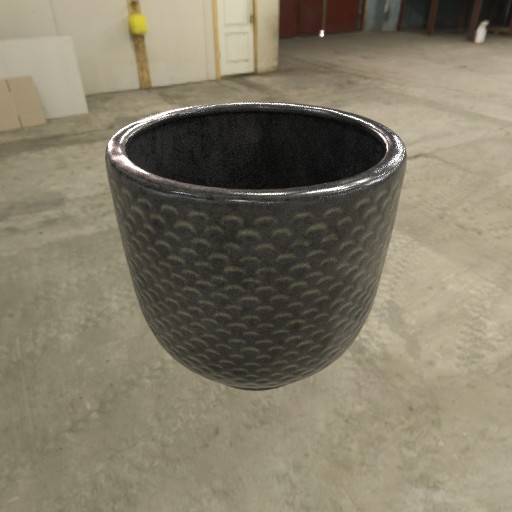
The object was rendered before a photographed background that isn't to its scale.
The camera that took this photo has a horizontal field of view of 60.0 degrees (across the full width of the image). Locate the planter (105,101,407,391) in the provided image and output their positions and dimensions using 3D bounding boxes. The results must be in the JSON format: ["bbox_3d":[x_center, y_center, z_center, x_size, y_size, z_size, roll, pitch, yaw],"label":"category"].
[{"bbox_3d":[0.000,0.000,0.347,0.197,0.191,0.197,0,32,0],"label":"planter"}]
